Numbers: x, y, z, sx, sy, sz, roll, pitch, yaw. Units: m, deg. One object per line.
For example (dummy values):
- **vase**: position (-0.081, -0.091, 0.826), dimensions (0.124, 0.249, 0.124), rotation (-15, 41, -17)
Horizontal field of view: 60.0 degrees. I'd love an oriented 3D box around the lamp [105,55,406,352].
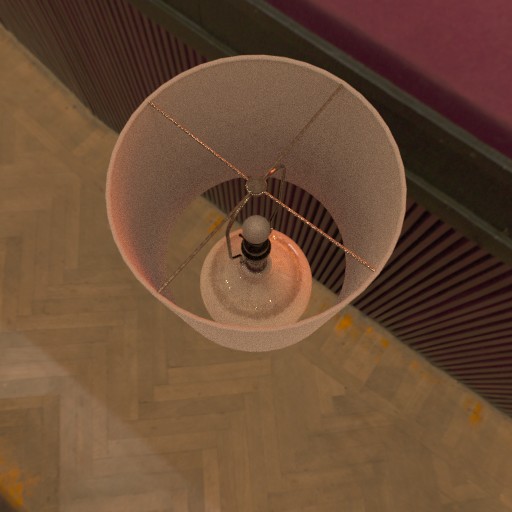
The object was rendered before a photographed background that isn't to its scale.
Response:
- **lamp**: position (0.000, 0.000, 0.514), dimensions (0.217, 0.404, 0.217), rotation (38, 78, 10)
